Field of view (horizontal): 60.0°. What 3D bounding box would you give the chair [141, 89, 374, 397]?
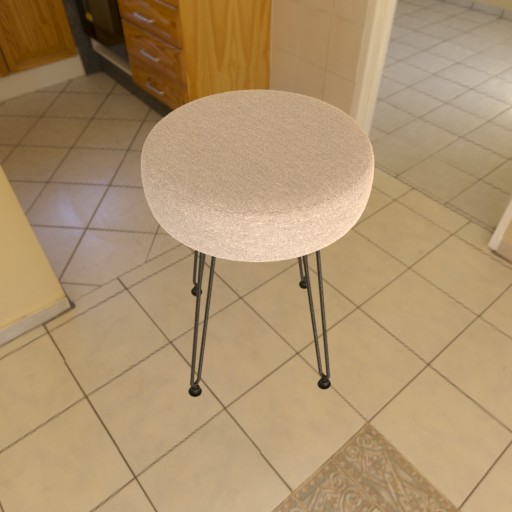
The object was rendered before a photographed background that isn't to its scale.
[{"bbox_3d":[0.000,0.000,0.713,0.350,0.440,0.350,32,54,27],"label":"chair"}]
